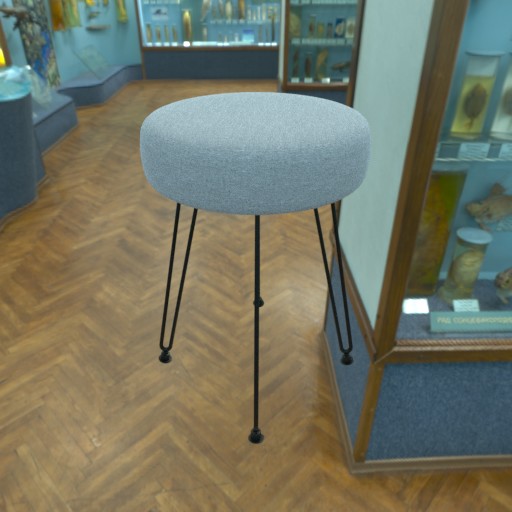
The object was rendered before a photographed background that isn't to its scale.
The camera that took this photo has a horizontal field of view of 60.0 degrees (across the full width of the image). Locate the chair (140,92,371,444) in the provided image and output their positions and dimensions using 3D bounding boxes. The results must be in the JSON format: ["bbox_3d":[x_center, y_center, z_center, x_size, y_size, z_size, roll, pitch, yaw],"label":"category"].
[{"bbox_3d":[0.000,0.000,0.684,0.350,0.440,0.350,0,32,1],"label":"chair"}]
